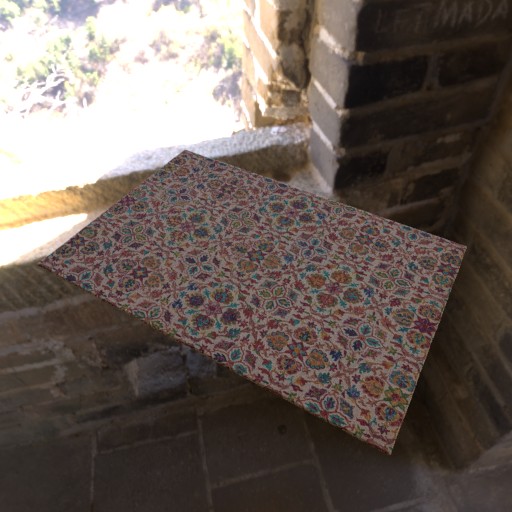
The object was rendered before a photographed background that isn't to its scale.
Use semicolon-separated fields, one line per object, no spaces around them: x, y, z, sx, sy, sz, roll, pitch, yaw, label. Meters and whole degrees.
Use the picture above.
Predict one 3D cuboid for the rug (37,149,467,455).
0.000;0.000;2.844;2.297;0.018;1.541;23;50;21;rug
